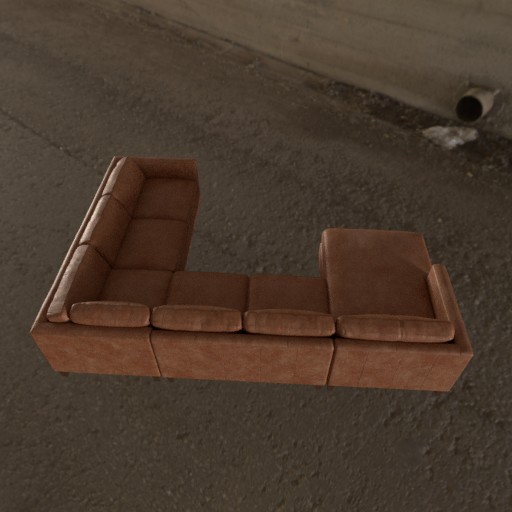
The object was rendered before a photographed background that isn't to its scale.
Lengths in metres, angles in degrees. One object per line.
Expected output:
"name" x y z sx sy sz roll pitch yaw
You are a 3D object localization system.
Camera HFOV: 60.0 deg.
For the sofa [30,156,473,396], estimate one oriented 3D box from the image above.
"sofa" 0.000 0.000 4.412 3.401 0.832 2.430 2 47 2
